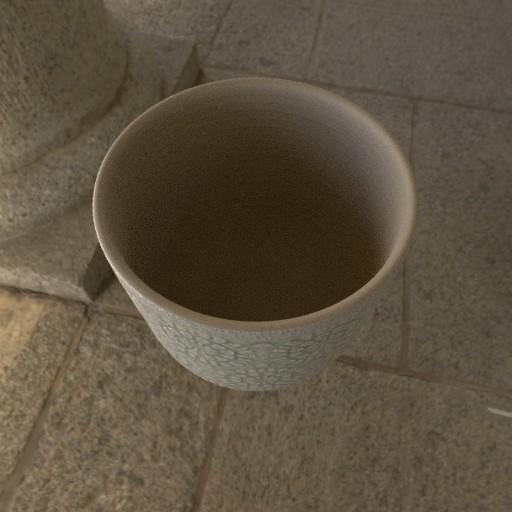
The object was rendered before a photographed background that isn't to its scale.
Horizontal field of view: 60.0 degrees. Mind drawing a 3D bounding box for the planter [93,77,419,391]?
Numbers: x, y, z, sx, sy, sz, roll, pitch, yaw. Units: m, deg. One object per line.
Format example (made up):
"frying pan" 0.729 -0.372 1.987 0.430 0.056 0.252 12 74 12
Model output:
"planter" 0.000 0.000 0.298 0.169 0.153 0.169 0 59 0
